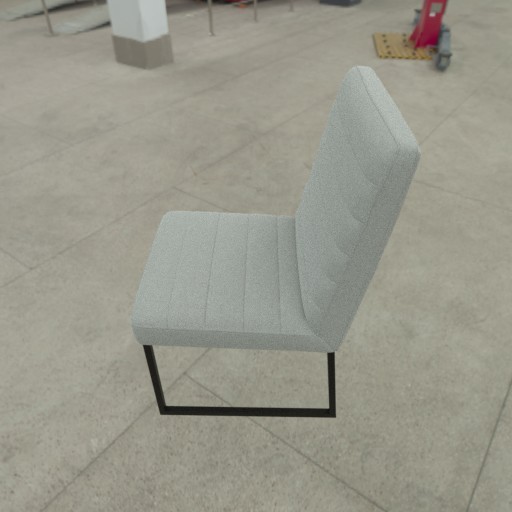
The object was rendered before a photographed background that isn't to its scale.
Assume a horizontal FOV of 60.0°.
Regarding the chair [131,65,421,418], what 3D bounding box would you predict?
[{"bbox_3d":[0.000,0.000,1.282,0.634,0.930,0.520,1,39,1],"label":"chair"}]
